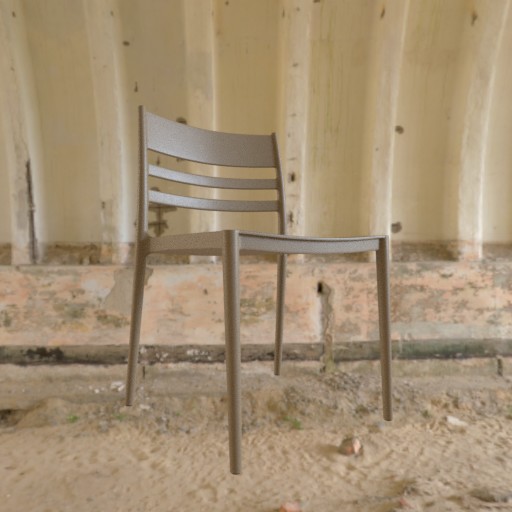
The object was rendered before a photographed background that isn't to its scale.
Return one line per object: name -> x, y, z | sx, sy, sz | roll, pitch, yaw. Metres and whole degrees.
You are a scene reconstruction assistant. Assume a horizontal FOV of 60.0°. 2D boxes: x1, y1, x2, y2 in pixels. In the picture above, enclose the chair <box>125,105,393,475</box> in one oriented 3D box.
chair -> 0.000, 0.000, 1.149 | 0.531, 0.800, 0.511 | 0, 0, -36
